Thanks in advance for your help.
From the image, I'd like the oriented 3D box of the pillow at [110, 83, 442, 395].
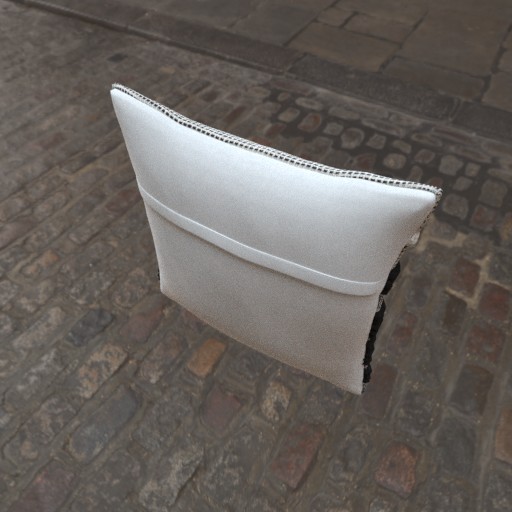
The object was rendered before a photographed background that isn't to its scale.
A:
[{"bbox_3d":[0.000,0.000,0.667,0.436,0.438,0.156,24,52,20],"label":"pillow"}]
